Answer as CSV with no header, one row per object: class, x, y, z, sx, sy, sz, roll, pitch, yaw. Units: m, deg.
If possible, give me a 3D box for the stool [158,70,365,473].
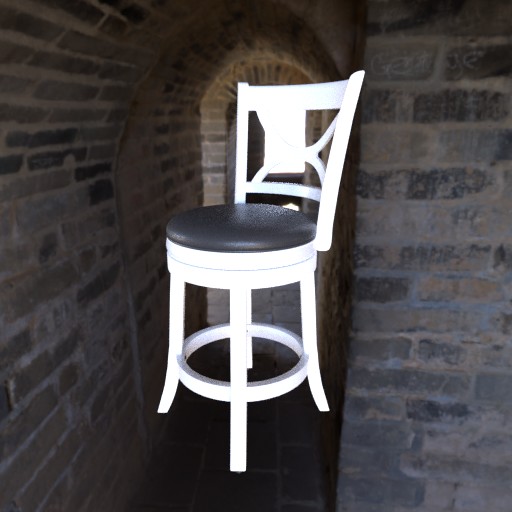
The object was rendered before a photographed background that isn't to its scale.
stool,0.000,0.000,1.243,0.508,0.953,0.444,-16,23,-43
